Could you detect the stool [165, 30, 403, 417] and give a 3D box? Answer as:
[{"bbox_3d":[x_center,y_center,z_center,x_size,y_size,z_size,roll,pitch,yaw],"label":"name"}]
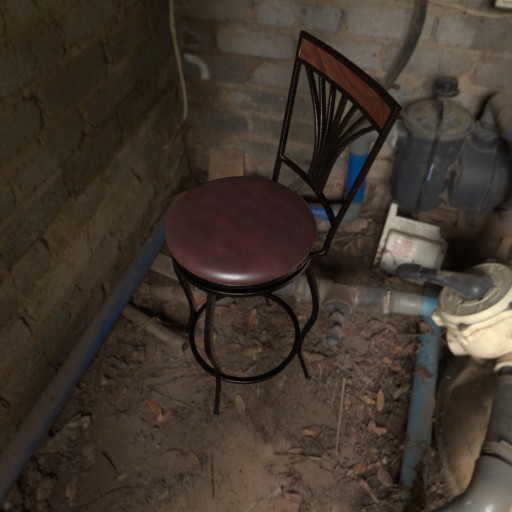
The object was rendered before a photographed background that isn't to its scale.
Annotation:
[{"bbox_3d":[0.000,0.000,1.369,0.514,1.117,0.433,-17,49,-15],"label":"stool"}]
